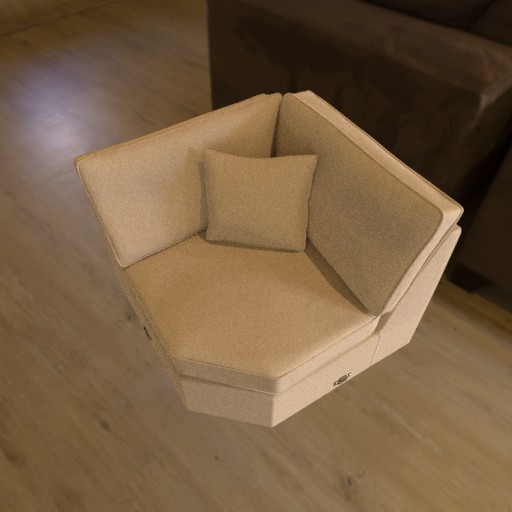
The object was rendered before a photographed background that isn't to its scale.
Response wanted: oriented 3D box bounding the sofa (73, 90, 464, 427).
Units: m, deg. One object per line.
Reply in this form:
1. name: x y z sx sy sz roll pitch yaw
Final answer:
1. sofa: 0.000 0.000 1.839 1.050 0.937 1.042 -24 52 -20
